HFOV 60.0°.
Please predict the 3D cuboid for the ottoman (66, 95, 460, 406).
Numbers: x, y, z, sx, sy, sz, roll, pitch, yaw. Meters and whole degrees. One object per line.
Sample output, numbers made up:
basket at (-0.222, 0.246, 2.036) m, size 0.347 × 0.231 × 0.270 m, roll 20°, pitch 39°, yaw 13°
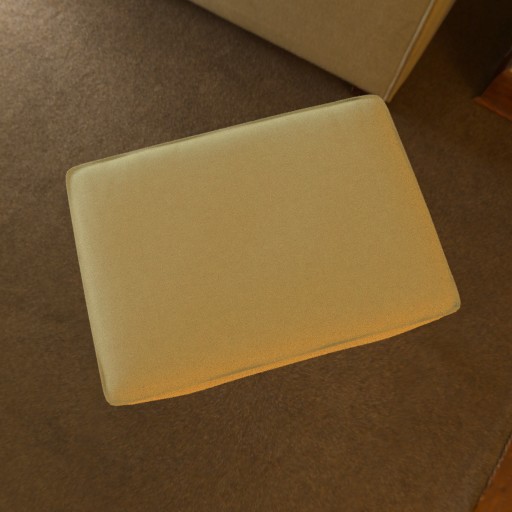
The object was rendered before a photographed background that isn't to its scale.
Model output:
ottoman at (0.000, 0.000, 1.231) m, size 0.848 × 0.482 × 0.611 m, roll -15°, pitch 77°, yaw -4°
